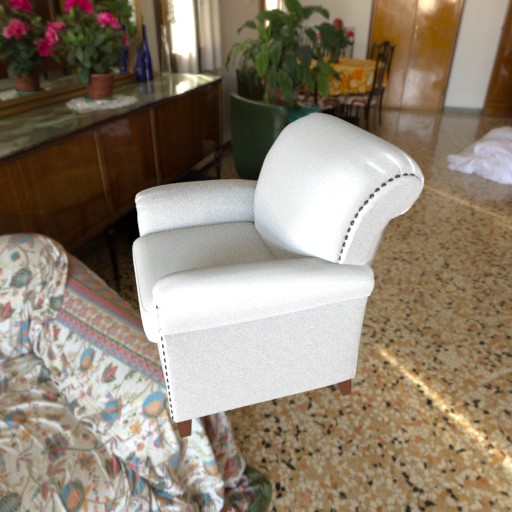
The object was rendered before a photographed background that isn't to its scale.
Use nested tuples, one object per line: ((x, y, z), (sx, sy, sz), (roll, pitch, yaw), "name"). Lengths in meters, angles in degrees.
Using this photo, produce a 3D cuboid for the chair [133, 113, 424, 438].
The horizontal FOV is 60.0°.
((0.000, 0.000, 1.674), (0.890, 0.927, 0.854), (-9, 31, -15), "chair")
